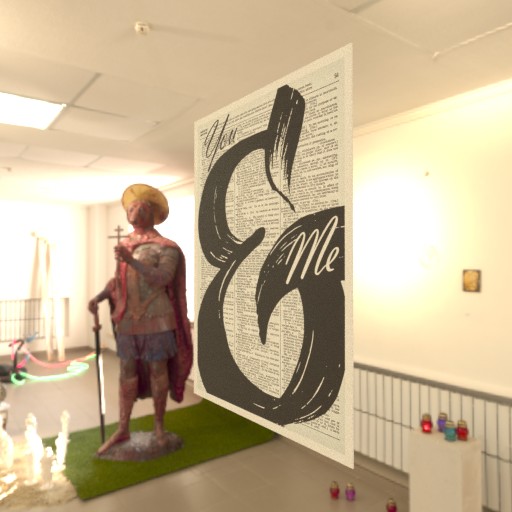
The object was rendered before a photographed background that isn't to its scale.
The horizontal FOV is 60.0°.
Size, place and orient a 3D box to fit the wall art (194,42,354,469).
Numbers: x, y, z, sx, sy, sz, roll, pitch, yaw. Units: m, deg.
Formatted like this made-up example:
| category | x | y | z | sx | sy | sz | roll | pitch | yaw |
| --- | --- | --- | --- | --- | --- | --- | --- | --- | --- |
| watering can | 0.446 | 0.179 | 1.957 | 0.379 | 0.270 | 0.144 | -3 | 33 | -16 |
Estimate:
| category | x | y | z | sx | sy | sz | roll | pitch | yaw |
| --- | --- | --- | --- | --- | --- | --- | --- | --- | --- |
| wall art | 0.000 | 0.000 | 0.816 | 0.003 | 0.609 | 0.457 | 1 | -1 | -37 |
